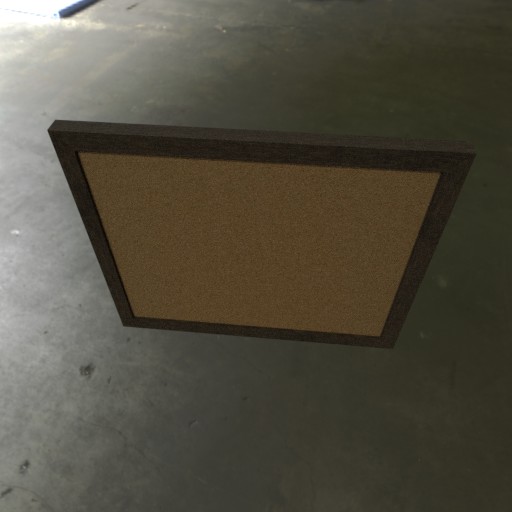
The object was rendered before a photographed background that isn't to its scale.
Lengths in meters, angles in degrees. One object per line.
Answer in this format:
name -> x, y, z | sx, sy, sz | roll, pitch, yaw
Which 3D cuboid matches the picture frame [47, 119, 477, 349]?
picture frame -> 0.000, 0.000, 0.737 | 0.546, 0.455, 0.026 | 4, 47, 4
